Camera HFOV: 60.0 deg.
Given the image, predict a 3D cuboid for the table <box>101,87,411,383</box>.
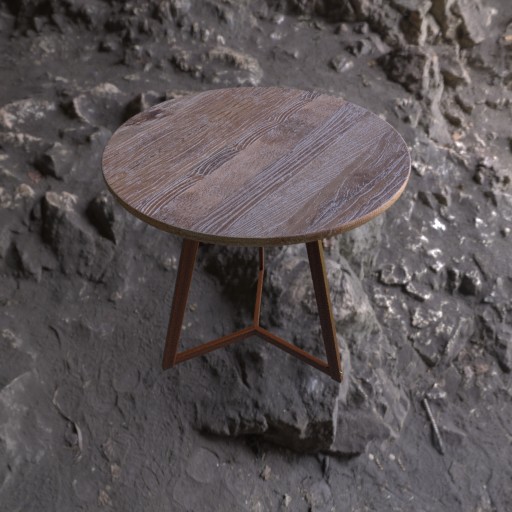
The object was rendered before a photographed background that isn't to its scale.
[{"bbox_3d":[0.000,0.000,0.902,0.500,0.500,0.500,0,42,0],"label":"table"}]
